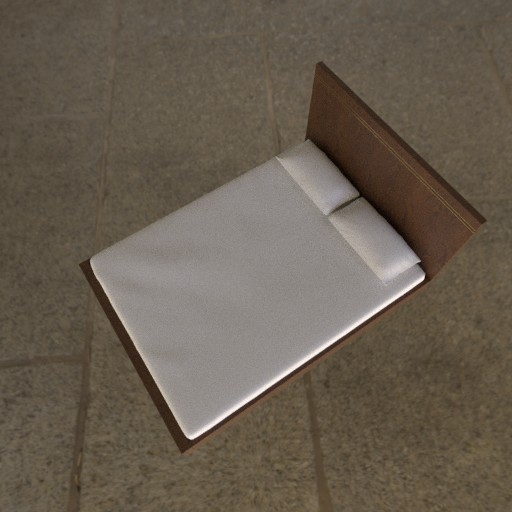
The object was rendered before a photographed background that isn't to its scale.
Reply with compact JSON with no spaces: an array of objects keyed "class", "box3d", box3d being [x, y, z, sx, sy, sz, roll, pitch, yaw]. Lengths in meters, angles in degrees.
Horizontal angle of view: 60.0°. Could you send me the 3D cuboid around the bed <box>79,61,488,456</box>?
[{"class":"bed","box3d":[0.000,0.000,3.170,2.221,1.169,1.613,-31,68,-14]}]
